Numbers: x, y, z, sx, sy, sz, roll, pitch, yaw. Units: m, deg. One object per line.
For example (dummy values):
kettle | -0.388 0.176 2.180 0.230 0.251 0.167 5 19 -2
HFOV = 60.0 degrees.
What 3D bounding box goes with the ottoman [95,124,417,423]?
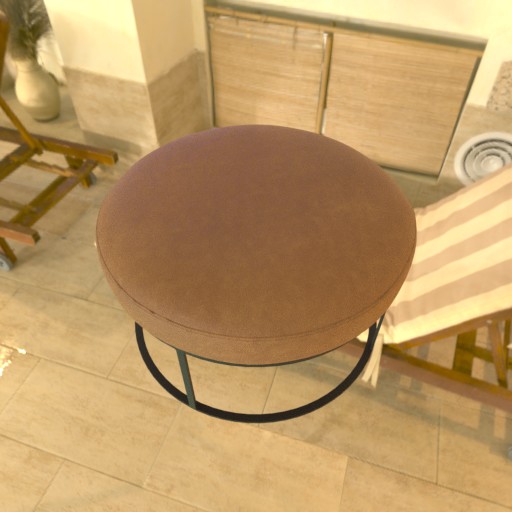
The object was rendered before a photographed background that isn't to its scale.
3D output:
ottoman | 0.000 0.000 1.210 0.771 0.460 0.771 0 46 0
